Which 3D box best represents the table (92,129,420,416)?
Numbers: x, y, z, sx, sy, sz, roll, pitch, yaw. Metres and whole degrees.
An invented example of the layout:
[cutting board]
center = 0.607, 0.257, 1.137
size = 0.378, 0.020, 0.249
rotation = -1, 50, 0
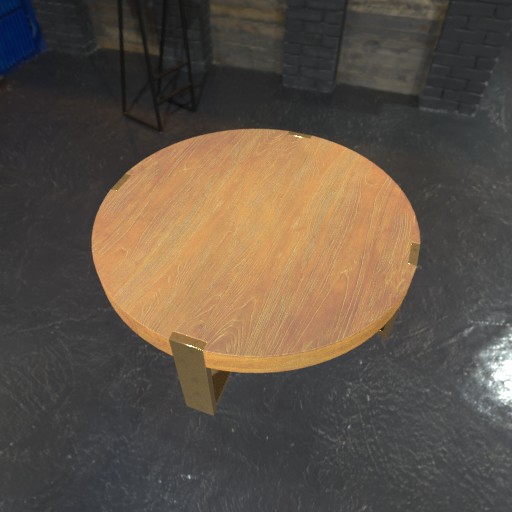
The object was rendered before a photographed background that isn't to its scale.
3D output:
[table]
center = 0.000, 0.000, 1.689
size = 1.100, 0.420, 1.100
rotation = 0, 47, 0
